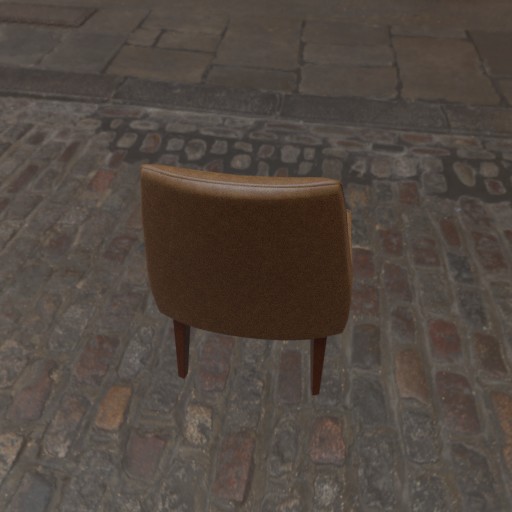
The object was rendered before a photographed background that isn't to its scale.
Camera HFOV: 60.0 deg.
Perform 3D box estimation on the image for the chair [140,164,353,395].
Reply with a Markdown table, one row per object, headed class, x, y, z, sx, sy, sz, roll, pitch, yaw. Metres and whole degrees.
| class | x | y | z | sx | sy | sz | roll | pitch | yaw |
| --- | --- | --- | --- | --- | --- | --- | --- | --- | --- |
| chair | 0.000 | 0.000 | 1.217 | 0.529 | 0.861 | 0.544 | 6 | 46 | 6 |
